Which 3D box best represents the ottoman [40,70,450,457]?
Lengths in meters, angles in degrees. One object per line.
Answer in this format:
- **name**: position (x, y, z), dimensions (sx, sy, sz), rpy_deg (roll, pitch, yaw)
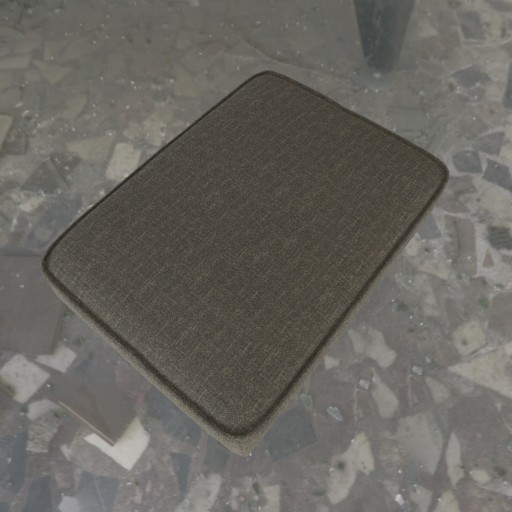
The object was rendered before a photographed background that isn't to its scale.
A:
- **ottoman**: position (0.000, 0.000, 1.068), dimensions (0.549, 0.450, 0.749), rpy_deg (35, 67, 17)
